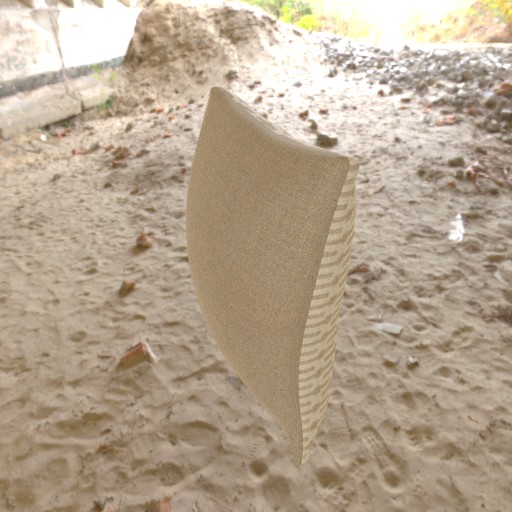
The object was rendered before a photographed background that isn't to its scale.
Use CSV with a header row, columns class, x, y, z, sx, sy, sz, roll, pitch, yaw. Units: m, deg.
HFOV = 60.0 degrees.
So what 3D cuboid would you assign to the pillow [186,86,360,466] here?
class,x,y,z,sx,sy,sz,roll,pitch,yaw
pillow,0.000,0.000,0.777,0.219,0.491,0.496,-11,31,-18
